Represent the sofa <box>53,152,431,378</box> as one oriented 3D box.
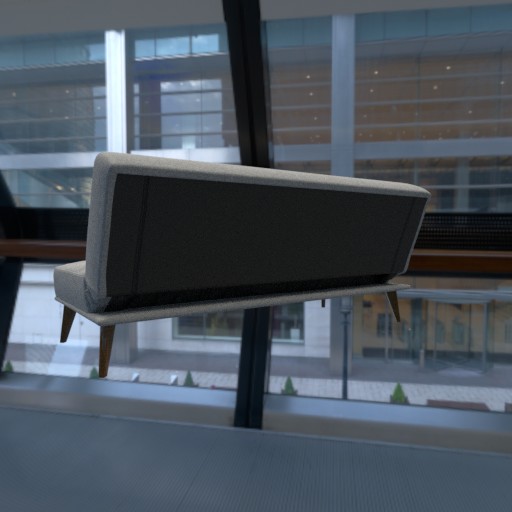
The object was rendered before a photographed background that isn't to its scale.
[{"bbox_3d":[0.000,0.000,2.293,1.800,0.810,0.860,-2,4,-36],"label":"sofa"}]
